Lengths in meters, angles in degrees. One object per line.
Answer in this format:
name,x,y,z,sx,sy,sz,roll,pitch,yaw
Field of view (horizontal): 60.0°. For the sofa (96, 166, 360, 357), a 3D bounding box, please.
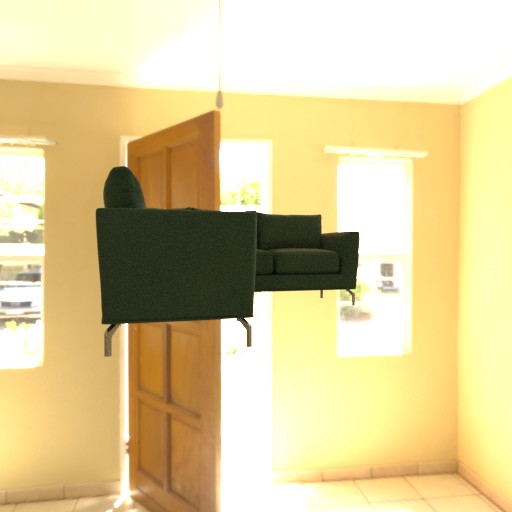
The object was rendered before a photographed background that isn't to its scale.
sofa,0.000,0.000,3.733,2.452,1.004,2.468,0,0,-17
